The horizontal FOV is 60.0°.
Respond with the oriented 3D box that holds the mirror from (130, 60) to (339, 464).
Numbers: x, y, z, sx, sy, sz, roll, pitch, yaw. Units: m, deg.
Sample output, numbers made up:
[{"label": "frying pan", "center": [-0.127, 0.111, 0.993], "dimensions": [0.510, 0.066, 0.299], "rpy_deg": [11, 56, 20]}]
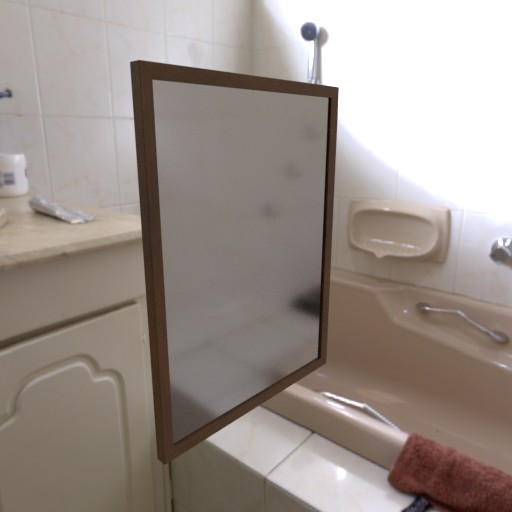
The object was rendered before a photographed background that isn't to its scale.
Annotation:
[{"label": "mirror", "center": [0.000, 0.000, 1.348], "dimensions": [0.040, 1.016, 0.762], "rpy_deg": [14, 21, 41]}]
